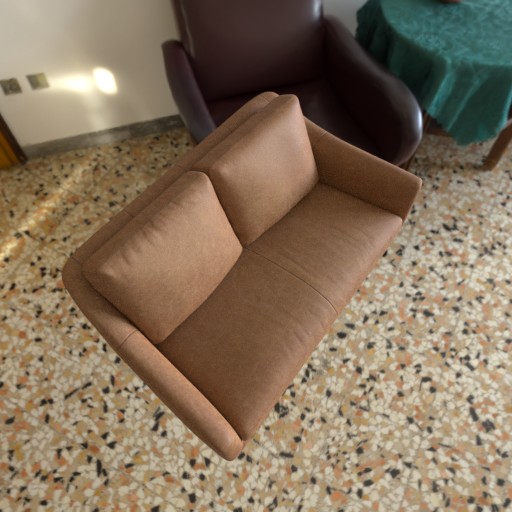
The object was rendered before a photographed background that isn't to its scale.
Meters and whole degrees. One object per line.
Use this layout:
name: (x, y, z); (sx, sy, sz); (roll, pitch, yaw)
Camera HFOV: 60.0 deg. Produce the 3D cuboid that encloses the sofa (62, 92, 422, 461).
sofa: (0.000, 0.000, 2.189); (0.960, 0.902, 1.619); (33, 63, 19)
